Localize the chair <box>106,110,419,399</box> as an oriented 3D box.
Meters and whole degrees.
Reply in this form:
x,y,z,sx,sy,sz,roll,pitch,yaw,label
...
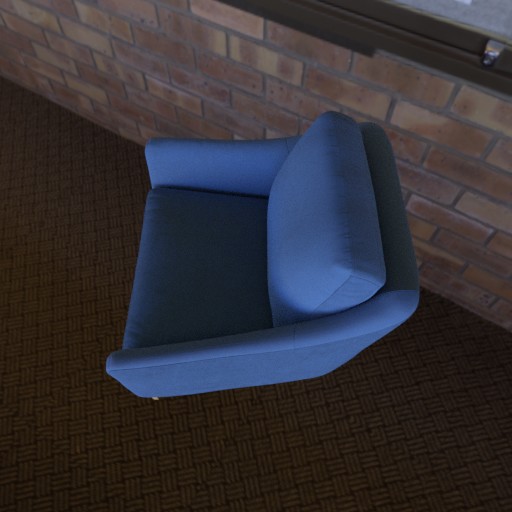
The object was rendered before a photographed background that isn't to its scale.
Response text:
x,y,z,sx,sy,sz,roll,pitch,yaw,label
0.000,0.000,1.715,0.961,0.899,0.987,0,59,0,chair
